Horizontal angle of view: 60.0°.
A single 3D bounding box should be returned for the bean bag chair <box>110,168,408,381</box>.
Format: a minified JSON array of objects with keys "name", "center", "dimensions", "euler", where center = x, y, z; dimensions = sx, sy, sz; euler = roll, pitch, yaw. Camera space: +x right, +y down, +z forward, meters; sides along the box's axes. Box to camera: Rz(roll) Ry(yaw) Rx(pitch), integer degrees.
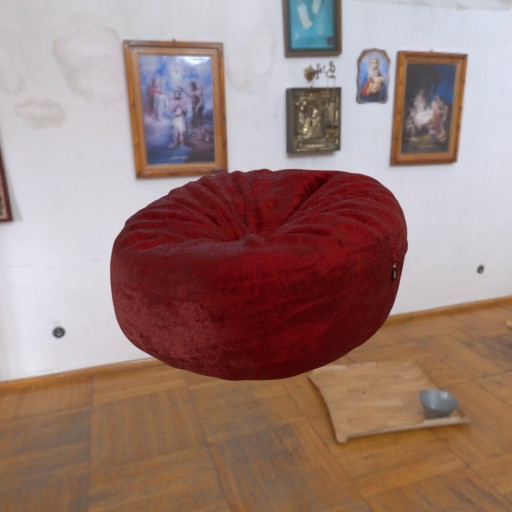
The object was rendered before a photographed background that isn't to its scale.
[{"name":"bean bag chair","center":[0.000,0.000,2.431],"dimensions":[1.524,0.878,1.524],"euler":[7,17,25]}]
